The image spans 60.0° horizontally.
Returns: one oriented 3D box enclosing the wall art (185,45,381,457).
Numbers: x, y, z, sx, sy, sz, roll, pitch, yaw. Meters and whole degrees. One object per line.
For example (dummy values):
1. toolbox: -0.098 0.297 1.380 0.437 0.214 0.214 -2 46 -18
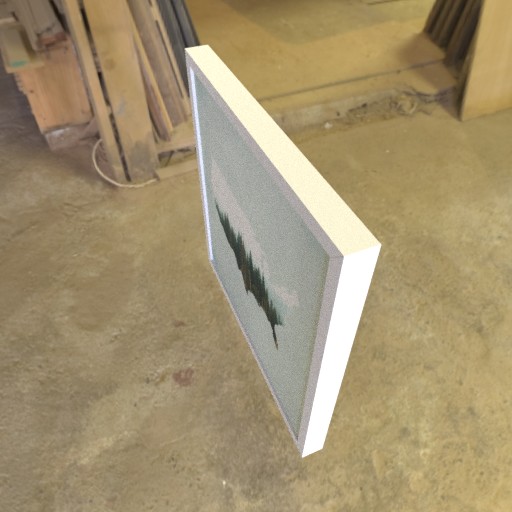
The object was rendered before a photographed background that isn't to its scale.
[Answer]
1. wall art: 0.000 0.000 0.754 0.040 0.509 0.509 -17 49 -15
